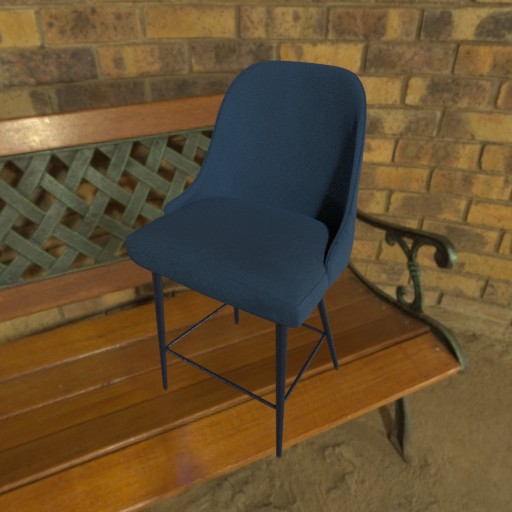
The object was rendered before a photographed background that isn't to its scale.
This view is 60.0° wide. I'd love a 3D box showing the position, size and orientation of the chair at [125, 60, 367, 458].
[{"bbox_3d":[0.000,0.000,1.220,0.526,0.927,0.489,19,37,28],"label":"chair"}]
